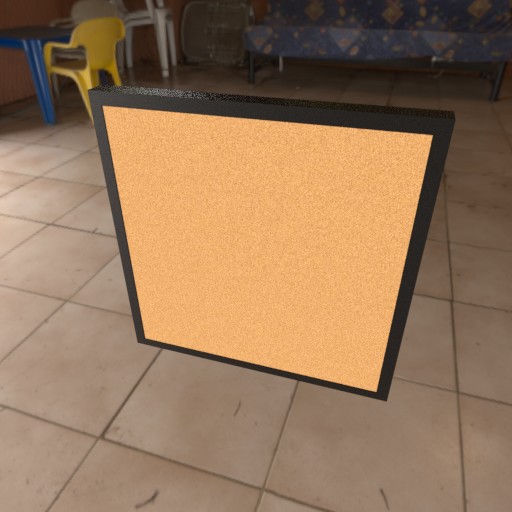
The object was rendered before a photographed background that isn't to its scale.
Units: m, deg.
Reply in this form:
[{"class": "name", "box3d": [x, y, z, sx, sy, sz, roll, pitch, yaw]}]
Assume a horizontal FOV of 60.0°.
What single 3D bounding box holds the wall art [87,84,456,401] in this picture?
[{"class": "wall art", "box3d": [0.000, 0.000, 0.739, 0.506, 0.506, 0.038, 10, 34, 14]}]
